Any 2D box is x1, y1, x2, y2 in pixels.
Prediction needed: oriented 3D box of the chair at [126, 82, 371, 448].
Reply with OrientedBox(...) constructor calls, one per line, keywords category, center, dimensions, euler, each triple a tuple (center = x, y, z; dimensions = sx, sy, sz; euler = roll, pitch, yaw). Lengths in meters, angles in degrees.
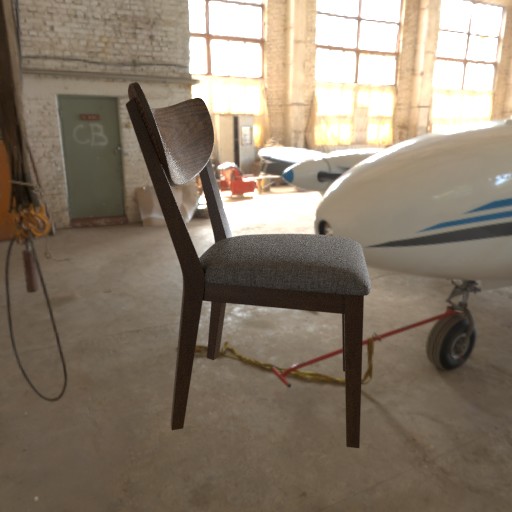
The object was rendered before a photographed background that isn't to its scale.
OrientedBox(category="chair", center=(0.000, 0.000, 1.207), dimensions=(0.583, 0.849, 0.491), euler=(3, 16, 9))
